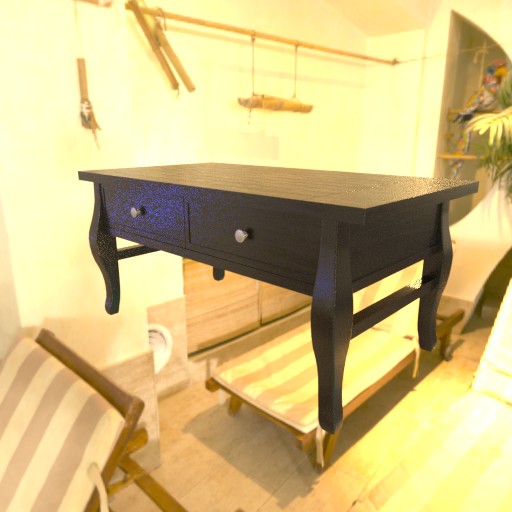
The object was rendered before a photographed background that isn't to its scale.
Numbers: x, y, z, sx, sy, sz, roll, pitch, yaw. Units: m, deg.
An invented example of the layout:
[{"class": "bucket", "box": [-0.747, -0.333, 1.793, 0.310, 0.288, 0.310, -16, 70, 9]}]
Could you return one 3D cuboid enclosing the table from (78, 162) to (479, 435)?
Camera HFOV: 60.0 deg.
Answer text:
[{"class": "table", "box": [0.000, 0.000, 1.376, 1.062, 0.494, 0.600, 14, 21, 41]}]
